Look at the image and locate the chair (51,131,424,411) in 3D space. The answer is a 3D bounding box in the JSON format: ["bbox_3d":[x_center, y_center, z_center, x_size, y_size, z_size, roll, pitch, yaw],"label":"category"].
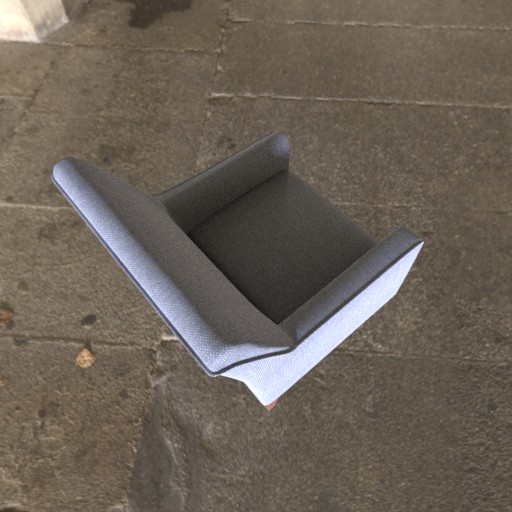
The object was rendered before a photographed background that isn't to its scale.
[{"bbox_3d":[0.000,0.000,1.610,0.899,0.919,0.780,-36,64,-20],"label":"chair"}]
